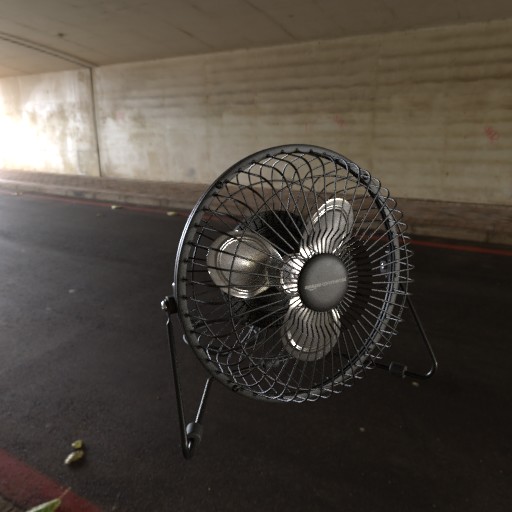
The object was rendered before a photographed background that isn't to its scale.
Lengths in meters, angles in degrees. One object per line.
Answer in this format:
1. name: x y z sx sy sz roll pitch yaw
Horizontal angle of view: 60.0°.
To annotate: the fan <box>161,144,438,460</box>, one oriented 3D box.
1. fan: 0.000 0.000 0.377 0.209 0.188 0.227 -8 17 -26
